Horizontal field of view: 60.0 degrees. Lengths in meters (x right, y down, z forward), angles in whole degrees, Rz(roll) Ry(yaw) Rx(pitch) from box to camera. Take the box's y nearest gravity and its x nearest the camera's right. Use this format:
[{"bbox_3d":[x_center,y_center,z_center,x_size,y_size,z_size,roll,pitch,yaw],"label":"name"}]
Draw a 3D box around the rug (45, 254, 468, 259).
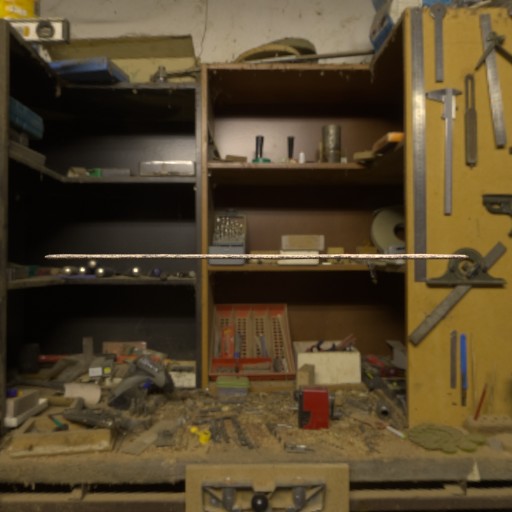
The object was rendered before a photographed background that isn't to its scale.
[{"bbox_3d":[0.000,0.000,4.125,2.414,0.036,3.199,0,0,0],"label":"rug"}]
